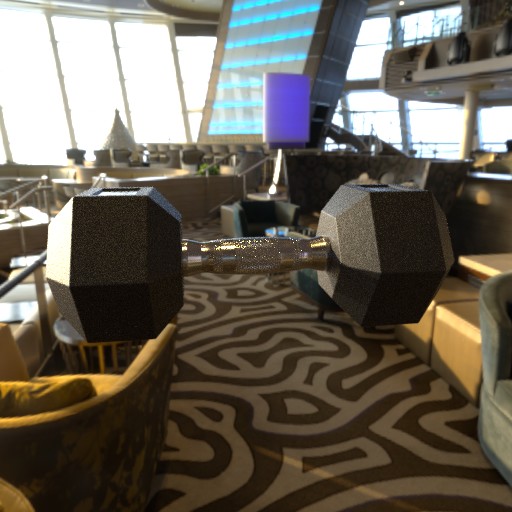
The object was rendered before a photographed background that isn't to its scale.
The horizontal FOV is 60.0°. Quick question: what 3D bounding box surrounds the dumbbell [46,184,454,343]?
[{"bbox_3d":[0.000,0.000,0.376,0.315,0.113,0.129,-2,14,-8],"label":"dumbbell"}]
